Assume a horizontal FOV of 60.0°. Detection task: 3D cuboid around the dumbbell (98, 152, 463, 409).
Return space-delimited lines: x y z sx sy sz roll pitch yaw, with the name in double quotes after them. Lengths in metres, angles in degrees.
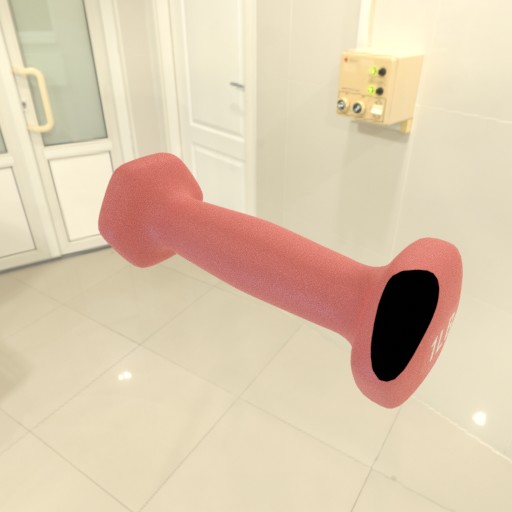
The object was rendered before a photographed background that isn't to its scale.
0.000 0.000 0.146 0.123 0.043 0.047 24 39 34 "dumbbell"
